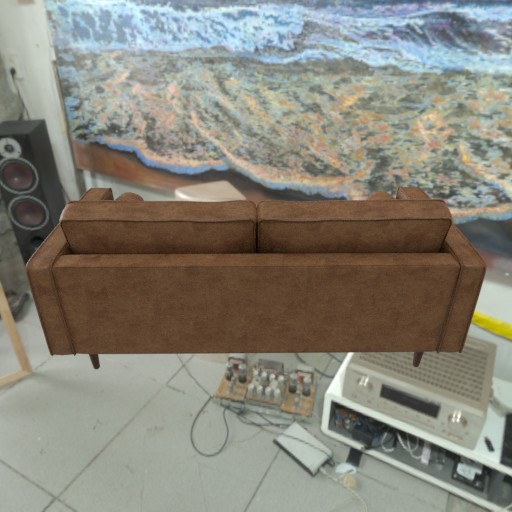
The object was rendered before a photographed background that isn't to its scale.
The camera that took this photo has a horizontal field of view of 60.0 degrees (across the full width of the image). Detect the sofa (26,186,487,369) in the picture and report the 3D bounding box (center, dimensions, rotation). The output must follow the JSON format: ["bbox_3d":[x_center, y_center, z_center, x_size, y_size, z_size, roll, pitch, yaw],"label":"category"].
[{"bbox_3d":[0.000,0.000,2.286,1.920,0.825,0.924,0,30,0],"label":"sofa"}]
